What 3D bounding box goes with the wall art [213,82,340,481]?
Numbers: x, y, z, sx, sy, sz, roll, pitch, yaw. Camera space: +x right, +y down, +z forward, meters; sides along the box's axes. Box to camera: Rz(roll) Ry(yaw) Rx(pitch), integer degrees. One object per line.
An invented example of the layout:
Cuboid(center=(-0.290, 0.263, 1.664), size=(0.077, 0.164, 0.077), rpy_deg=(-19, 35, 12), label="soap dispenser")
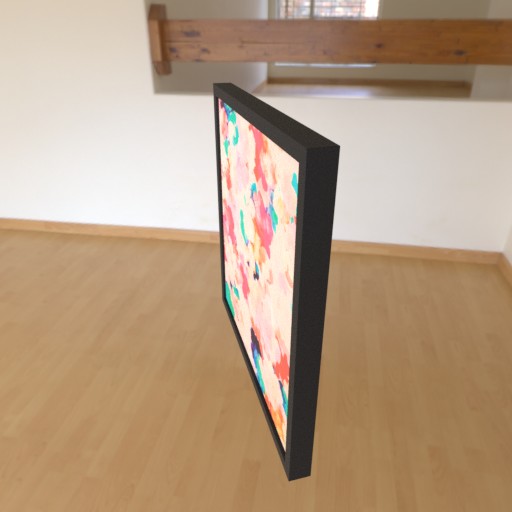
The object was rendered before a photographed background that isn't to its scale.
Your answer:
Cuboid(center=(0.000, 0.000, 0.767), size=(0.036, 0.503, 0.506), rpy_deg=(-7, 29, -13), label="wall art")
